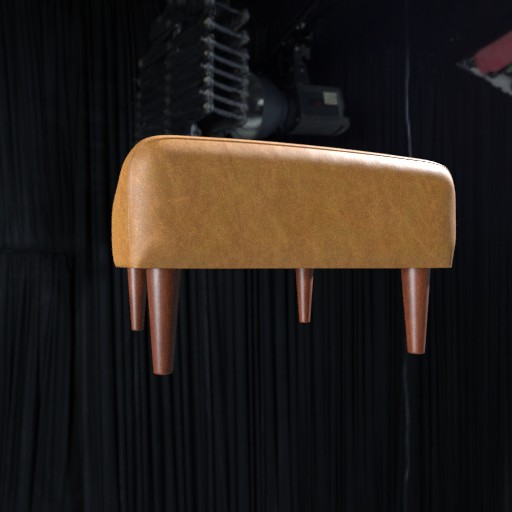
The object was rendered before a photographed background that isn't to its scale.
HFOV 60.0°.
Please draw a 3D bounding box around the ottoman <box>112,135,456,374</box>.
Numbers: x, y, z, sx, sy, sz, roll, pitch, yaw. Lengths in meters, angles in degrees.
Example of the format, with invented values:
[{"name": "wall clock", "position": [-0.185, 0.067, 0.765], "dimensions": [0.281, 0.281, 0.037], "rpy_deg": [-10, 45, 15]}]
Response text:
[{"name": "ottoman", "position": [0.000, 0.000, 1.062], "dimensions": [0.650, 0.399, 0.650], "rpy_deg": [0, -1, -19]}]
